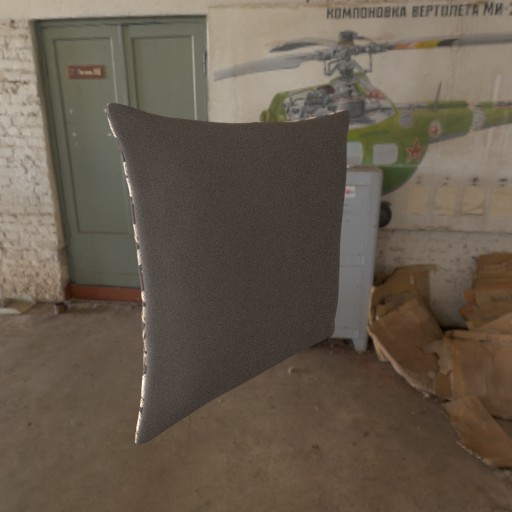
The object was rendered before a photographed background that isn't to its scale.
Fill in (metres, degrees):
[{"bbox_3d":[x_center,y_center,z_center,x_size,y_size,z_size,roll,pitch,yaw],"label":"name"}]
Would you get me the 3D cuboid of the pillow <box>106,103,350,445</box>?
[{"bbox_3d":[0.000,0.000,0.794,0.166,0.507,0.526,16,23,42],"label":"pillow"}]
